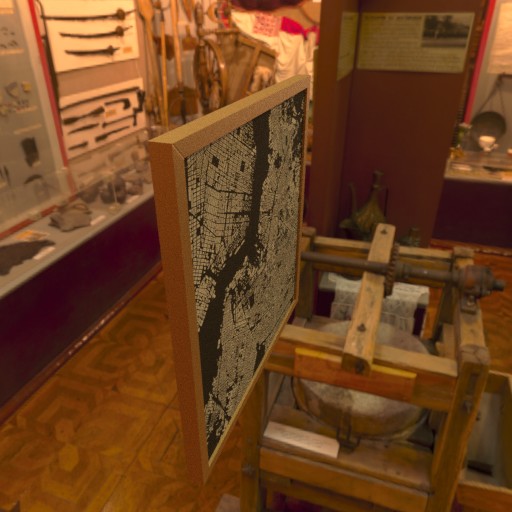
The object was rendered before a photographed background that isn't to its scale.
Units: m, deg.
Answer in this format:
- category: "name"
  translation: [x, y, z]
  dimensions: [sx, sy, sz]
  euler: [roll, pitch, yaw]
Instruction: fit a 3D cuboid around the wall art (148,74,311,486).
- category: "wall art"
  translation: [0.000, 0.000, 2.816]
  dimensions: [0.099, 1.926, 1.926]
  euler: [10, 31, 18]
